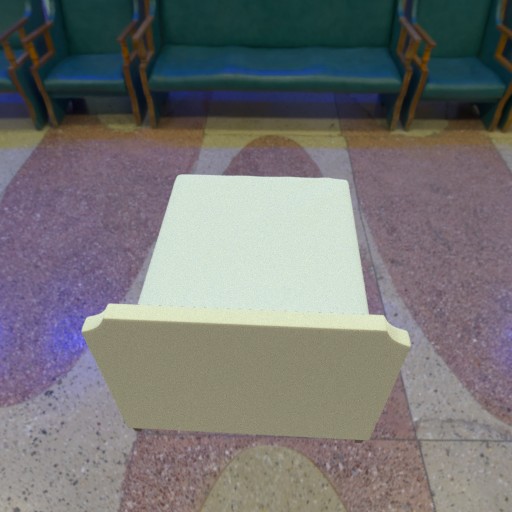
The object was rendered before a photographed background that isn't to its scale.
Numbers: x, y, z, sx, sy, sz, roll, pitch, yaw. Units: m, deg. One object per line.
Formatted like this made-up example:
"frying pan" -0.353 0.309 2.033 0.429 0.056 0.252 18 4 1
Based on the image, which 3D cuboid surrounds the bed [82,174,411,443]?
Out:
"bed" 0.000 0.000 3.475 1.703 1.415 2.329 2 46 2
